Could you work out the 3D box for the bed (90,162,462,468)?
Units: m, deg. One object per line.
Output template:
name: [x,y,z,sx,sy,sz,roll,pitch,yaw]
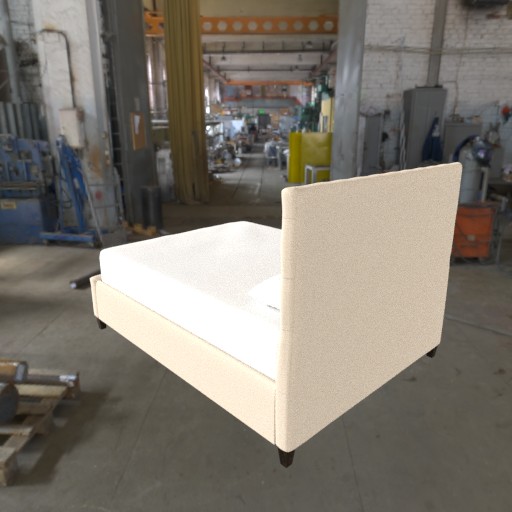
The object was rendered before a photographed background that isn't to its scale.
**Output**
bed: [0.000,0.000,3.336,1.696,1.426,2.233,-16,23,-41]
